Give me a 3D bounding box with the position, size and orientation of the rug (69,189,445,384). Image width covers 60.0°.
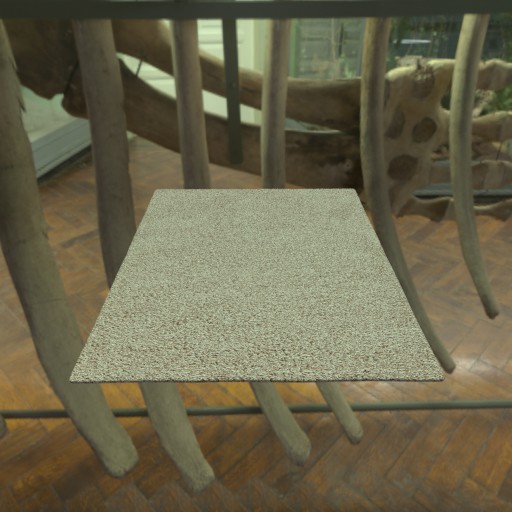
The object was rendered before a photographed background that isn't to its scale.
[{"bbox_3d":[0.000,0.000,4.143,2.438,0.029,3.047,0,32,0],"label":"rug"}]
